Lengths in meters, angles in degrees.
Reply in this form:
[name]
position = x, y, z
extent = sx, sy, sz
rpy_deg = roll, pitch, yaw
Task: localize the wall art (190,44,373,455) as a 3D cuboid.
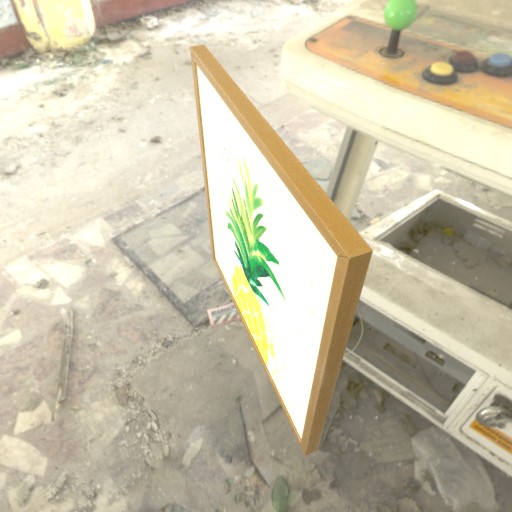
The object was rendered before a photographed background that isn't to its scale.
[wall art]
position = 0.000, 0.000, 1.126
extent = 0.037, 0.760, 0.762
rpy_deg = -17, 49, -15
